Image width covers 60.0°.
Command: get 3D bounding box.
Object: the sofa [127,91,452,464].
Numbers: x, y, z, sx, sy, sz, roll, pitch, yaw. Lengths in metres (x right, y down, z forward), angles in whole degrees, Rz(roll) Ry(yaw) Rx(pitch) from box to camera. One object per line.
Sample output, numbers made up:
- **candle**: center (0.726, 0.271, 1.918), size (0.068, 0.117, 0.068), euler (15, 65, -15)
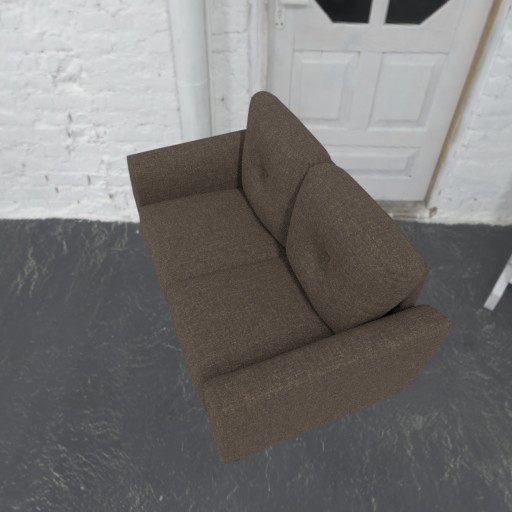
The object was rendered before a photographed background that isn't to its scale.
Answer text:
- **sofa**: center (0.000, 0.000, 1.950), size (0.851, 0.885, 1.423), euler (-16, 48, -15)
